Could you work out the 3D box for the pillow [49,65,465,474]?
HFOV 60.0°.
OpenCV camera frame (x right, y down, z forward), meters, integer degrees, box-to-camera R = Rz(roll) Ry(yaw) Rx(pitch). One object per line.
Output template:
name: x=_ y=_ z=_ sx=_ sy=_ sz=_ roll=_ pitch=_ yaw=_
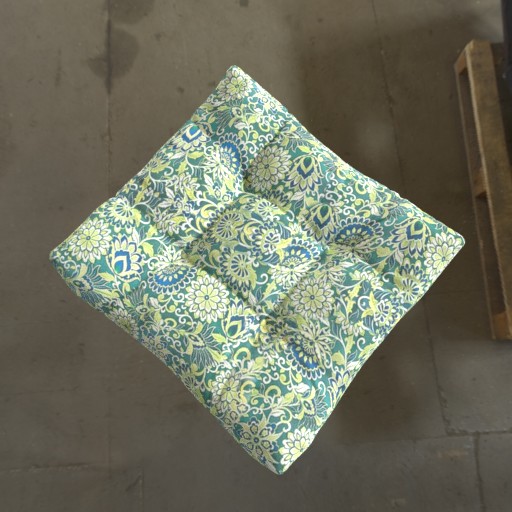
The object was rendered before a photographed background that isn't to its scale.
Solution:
pillow: x=0.000 y=0.000 z=0.723 sx=0.490 sy=0.128 sz=0.468 roll=40 pitch=80 yaw=9
